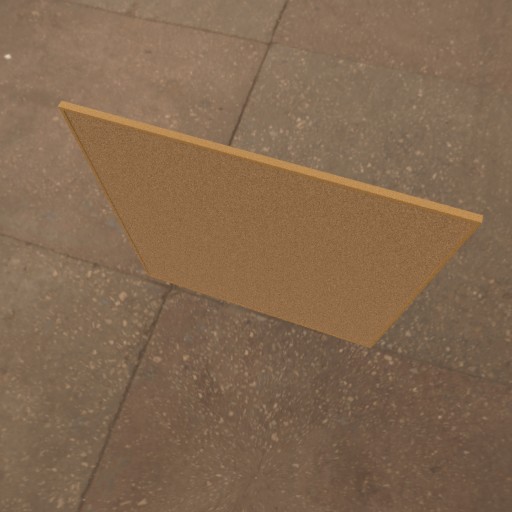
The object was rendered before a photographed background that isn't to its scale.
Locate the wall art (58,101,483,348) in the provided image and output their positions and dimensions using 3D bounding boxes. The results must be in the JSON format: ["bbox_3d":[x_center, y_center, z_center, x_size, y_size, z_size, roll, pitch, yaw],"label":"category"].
[{"bbox_3d":[0.000,0.000,0.948,0.657,0.655,0.014,17,65,8],"label":"wall art"}]
